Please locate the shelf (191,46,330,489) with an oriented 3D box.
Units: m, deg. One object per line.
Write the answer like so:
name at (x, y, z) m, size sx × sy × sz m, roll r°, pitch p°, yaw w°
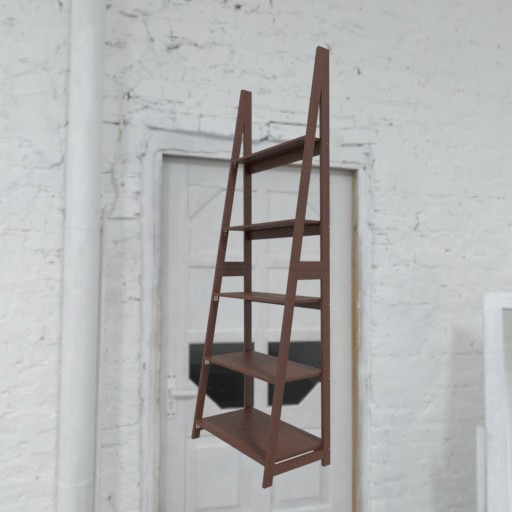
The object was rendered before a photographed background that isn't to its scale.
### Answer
shelf at (0.000, 0.000, 2.031) m, size 0.350 × 1.770 × 0.600 m, roll 1°, pitch -1°, yaw -36°
